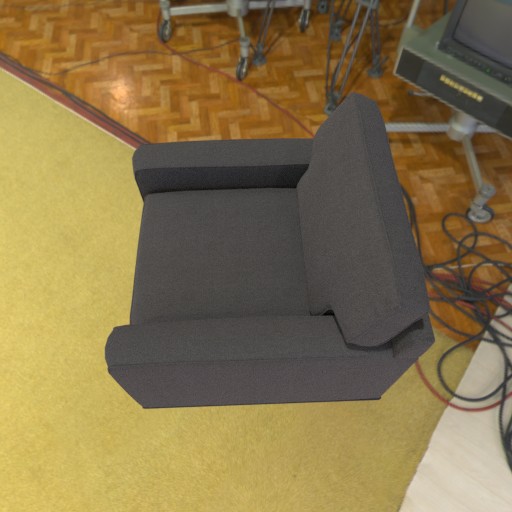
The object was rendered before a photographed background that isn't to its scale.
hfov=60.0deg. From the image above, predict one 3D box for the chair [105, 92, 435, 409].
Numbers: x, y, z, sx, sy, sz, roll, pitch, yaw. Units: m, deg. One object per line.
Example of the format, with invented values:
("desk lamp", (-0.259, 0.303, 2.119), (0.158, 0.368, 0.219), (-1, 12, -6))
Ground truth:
("chair", (0.000, 0.000, 1.805), (1.043, 0.913, 0.997), (-2, 59, -1))
